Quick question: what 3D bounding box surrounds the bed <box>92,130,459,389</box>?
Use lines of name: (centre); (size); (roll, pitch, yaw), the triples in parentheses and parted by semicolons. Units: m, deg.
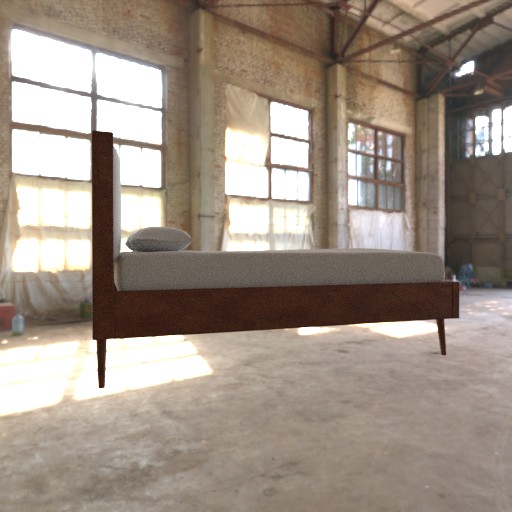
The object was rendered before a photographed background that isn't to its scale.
bed: (0.000, 0.000, 3.217); (2.196, 1.275, 1.587); (0, 1, -19)
